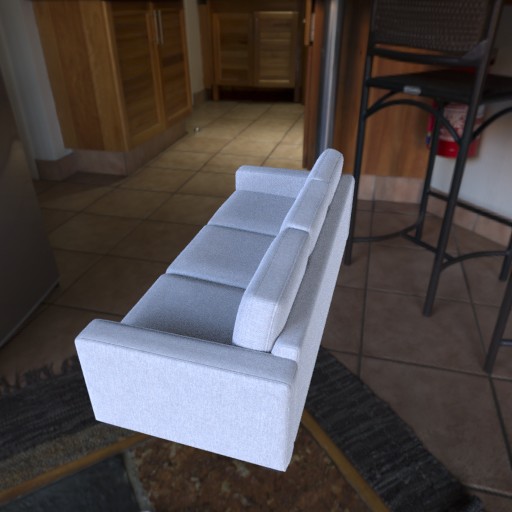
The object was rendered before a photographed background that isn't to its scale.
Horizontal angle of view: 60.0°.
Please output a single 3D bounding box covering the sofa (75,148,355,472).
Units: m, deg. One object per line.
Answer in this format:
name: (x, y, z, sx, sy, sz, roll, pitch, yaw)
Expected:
sofa: (0.000, 0.000, 2.582, 0.900, 0.800, 2.120, 9, 32, 14)
